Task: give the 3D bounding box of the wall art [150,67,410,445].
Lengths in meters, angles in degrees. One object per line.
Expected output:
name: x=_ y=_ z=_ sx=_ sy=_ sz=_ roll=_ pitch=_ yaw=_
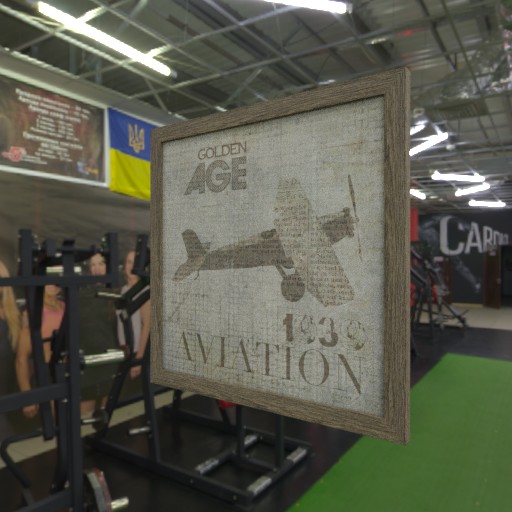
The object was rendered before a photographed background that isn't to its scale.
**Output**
wall art: x=0.000 y=0.000 z=0.750 sx=0.508 sy=0.508 sz=0.019 roll=0 pitch=0 yaw=36
